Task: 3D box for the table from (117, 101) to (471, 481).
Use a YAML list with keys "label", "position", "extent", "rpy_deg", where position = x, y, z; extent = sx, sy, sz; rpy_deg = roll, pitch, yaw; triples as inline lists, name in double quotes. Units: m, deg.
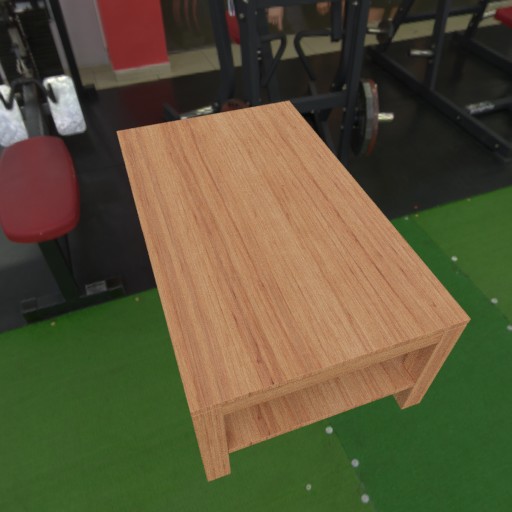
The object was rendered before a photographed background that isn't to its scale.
- label: "table"
  position: [0.000, 0.000, 1.527]
  extent: [0.695, 0.457, 1.146]
  rpy_deg: [-15, 48, -13]
